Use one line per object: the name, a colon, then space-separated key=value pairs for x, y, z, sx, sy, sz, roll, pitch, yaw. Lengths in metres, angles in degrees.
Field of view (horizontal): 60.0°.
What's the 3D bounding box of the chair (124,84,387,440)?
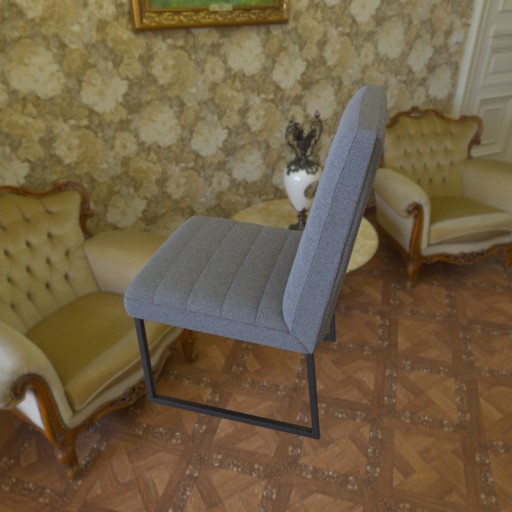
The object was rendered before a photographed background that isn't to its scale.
chair: x=0.000 y=0.000 z=1.328 sx=0.634 sy=0.930 sz=0.520 roll=8 pitch=32 yaw=13
